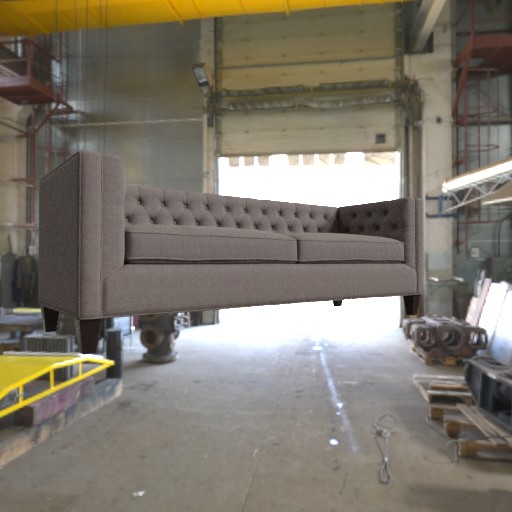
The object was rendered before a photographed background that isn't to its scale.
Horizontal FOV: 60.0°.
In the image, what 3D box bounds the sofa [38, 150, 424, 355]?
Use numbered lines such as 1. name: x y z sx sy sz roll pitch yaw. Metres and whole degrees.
1. sofa: 0.000 0.000 2.558 2.159 0.762 0.775 1 -1 -36
